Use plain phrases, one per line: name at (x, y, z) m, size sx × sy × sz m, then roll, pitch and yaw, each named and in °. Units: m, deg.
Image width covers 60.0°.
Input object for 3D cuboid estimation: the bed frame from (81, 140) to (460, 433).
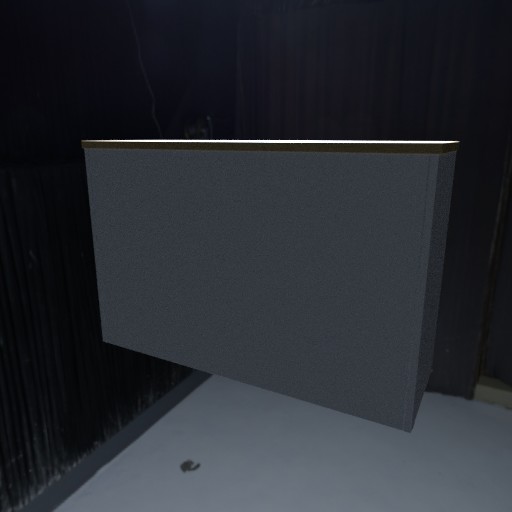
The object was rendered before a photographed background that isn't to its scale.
bed frame at (0.000, 0.000, 1.695) m, size 1.300 × 0.850 × 0.430 m, roll 8°, pitch 17°, yaw 28°
